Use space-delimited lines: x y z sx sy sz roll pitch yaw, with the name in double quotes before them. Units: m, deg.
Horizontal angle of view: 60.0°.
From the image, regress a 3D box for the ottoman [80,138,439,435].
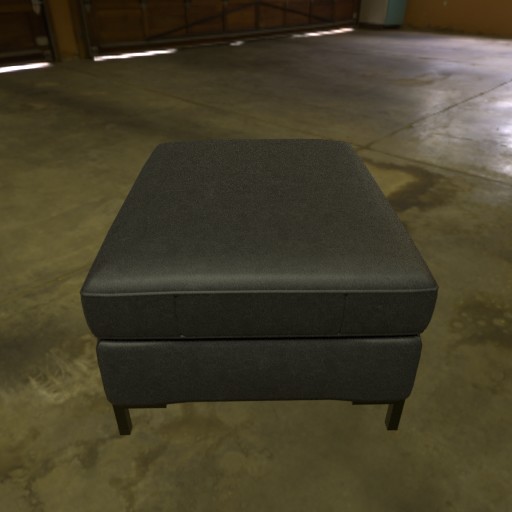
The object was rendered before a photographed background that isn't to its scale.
"ottoman" 0.000 0.000 1.788 0.967 0.696 1.187 -1 32 -1
